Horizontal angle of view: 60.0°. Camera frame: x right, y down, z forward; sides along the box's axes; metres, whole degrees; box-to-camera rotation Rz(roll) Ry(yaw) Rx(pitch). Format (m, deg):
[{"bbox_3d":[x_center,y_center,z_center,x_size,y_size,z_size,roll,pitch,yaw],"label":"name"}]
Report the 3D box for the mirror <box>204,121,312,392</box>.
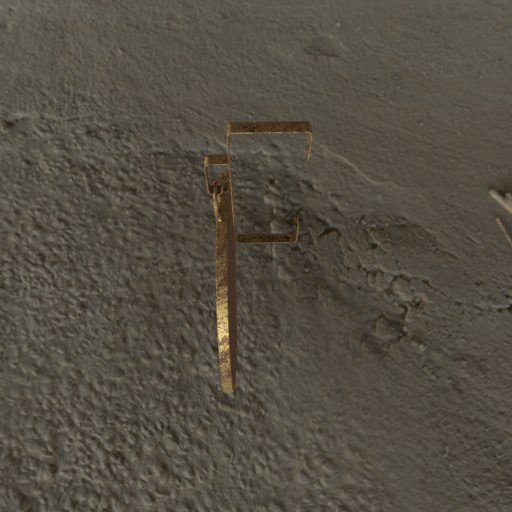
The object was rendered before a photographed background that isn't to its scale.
[{"bbox_3d":[0.000,0.000,0.841,0.144,0.651,0.447,-1,60,-1],"label":"mirror"}]
